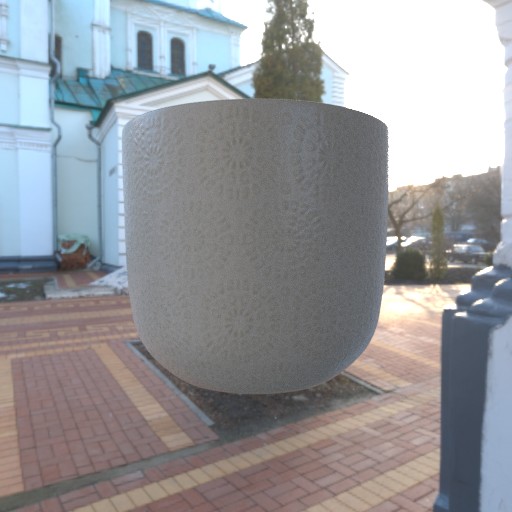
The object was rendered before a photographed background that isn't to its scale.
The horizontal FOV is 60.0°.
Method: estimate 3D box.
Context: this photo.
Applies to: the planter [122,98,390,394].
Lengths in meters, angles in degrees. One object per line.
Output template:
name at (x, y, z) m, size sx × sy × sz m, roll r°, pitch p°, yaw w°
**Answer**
planter at (0.000, 0.000, 0.362) m, size 0.208 × 0.190 × 0.208 m, roll 0°, pitch 2°, yaw 0°
